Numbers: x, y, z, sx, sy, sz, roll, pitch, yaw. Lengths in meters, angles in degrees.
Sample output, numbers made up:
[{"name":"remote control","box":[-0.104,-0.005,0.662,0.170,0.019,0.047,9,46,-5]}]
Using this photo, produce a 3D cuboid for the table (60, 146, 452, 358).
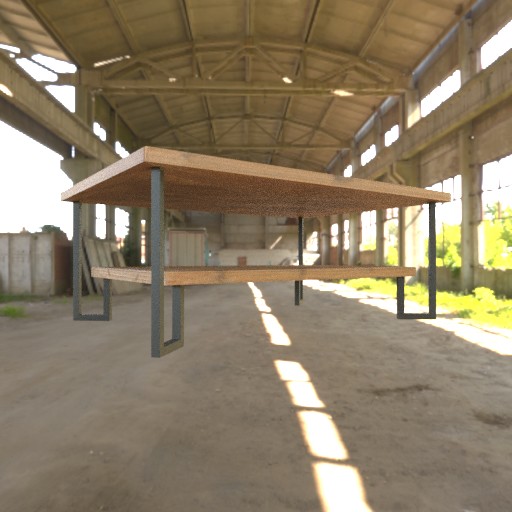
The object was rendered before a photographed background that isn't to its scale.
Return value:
[{"name":"table","box":[0.000,0.000,1.713,1.238,0.492,0.877,0,0,-35]}]
